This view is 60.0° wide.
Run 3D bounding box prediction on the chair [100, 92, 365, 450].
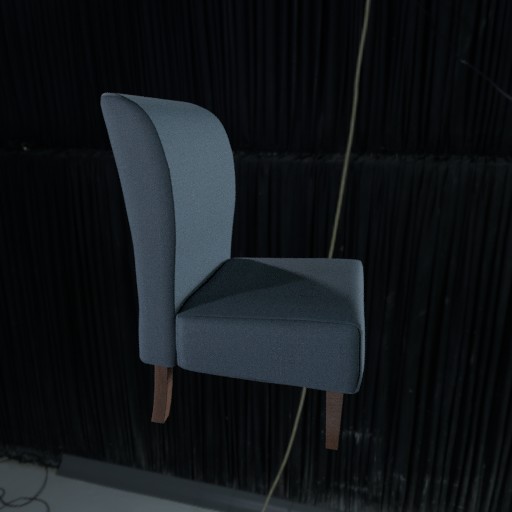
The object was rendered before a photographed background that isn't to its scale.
[{"bbox_3d":[0.000,0.000,1.185,0.592,0.804,0.513,3,17,11],"label":"chair"}]
